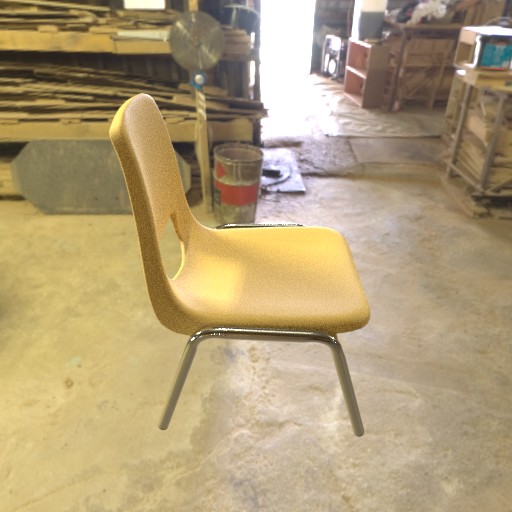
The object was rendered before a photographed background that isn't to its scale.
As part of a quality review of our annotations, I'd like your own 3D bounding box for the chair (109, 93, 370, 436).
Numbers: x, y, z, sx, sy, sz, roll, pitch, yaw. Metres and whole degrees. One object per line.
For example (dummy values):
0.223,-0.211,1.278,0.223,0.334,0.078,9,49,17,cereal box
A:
0.000,0.000,0.787,0.385,0.536,0.354,0,33,0,chair
